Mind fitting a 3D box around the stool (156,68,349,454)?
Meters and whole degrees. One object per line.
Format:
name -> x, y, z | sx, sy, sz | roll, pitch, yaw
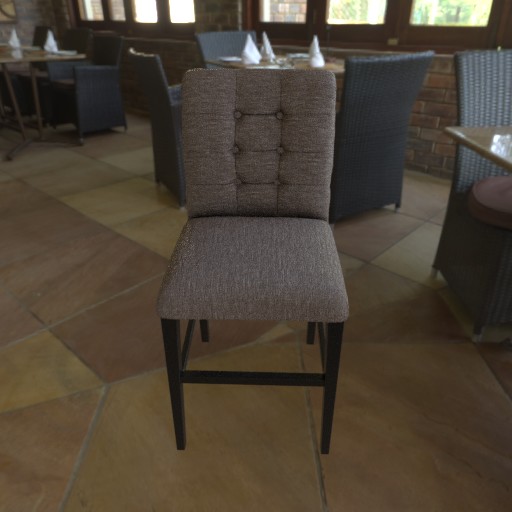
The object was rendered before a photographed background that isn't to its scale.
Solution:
stool -> 0.000, 0.000, 1.303 | 0.457, 0.970, 0.611 | 1, 29, 2
